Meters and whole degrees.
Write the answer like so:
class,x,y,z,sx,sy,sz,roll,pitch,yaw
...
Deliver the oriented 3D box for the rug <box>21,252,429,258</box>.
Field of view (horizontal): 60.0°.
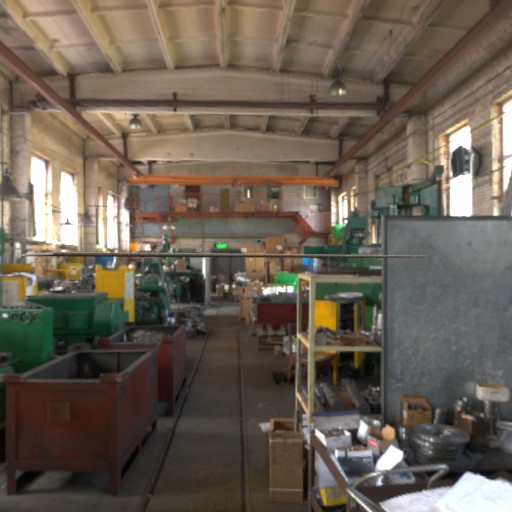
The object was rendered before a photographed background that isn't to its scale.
class,x,y,z,sx,sy,sz,roll,pitch,yaw
rug,0.000,0.000,2.682,2.448,0.012,0.769,0,-1,-36
